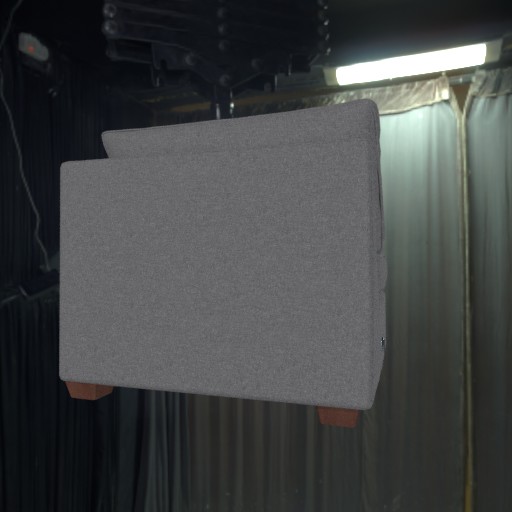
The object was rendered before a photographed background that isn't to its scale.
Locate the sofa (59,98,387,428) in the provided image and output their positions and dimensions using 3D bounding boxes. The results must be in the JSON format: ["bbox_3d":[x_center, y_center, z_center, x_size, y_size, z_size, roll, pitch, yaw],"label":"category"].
[{"bbox_3d":[0.000,0.000,1.913,1.084,1.002,1.146,0,-1,18],"label":"sofa"}]
